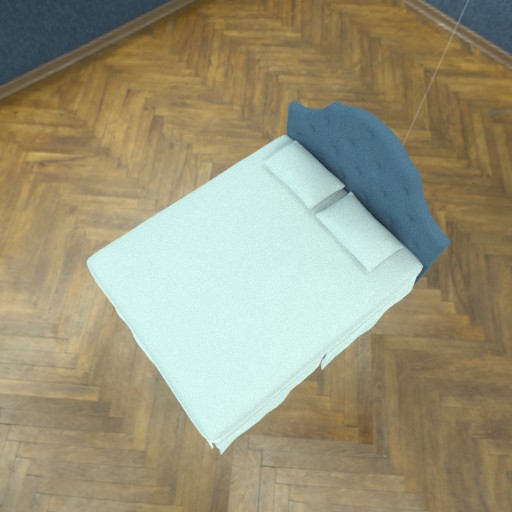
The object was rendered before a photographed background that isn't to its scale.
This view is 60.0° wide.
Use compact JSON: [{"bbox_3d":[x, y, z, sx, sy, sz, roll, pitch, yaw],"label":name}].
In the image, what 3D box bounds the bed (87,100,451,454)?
[{"bbox_3d":[0.000,0.000,3.809,2.477,1.617,2.039,-35,69,-16],"label":"bed"}]
